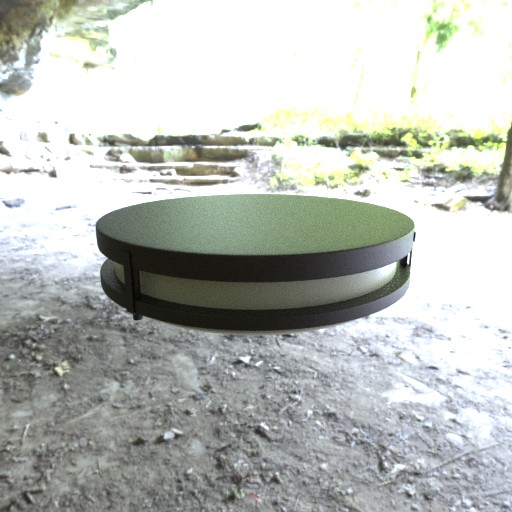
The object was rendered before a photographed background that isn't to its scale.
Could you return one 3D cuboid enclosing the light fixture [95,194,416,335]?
[{"bbox_3d":[0.000,0.000,0.532,0.356,0.102,0.356,0,16,0],"label":"light fixture"}]
